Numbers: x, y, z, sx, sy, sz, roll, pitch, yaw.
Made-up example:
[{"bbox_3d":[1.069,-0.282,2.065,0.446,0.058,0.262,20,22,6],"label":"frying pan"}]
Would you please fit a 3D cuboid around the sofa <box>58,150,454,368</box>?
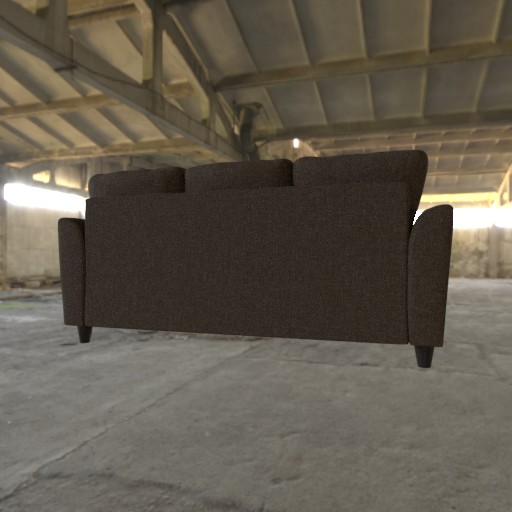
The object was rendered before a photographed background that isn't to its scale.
[{"bbox_3d":[0.000,0.000,2.340,1.847,0.891,0.837,0,0,18],"label":"sofa"}]
